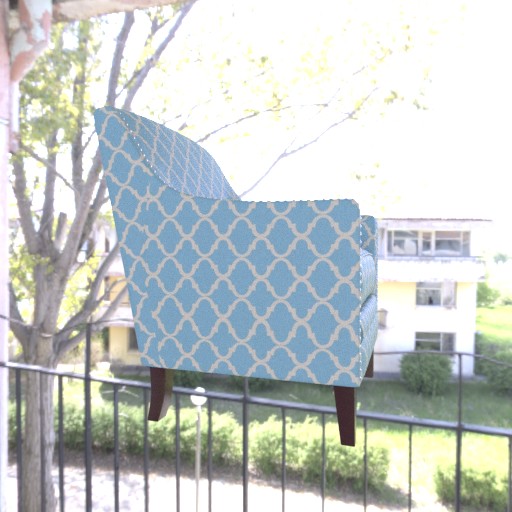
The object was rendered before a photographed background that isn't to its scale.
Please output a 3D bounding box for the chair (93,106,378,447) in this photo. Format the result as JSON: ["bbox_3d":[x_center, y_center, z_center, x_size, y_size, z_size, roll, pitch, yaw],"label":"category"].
[{"bbox_3d":[0.000,0.000,1.329,0.686,0.817,0.617,0,1,19],"label":"chair"}]
